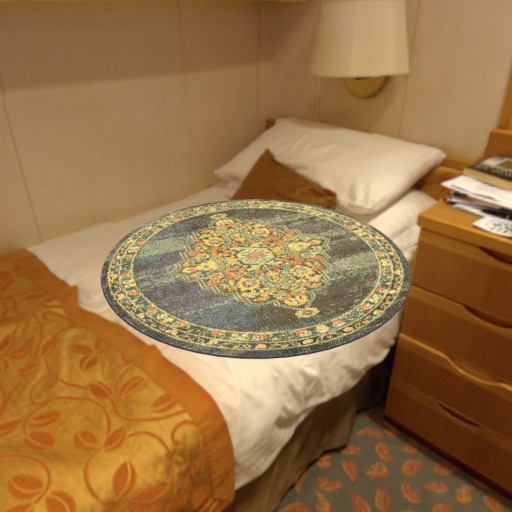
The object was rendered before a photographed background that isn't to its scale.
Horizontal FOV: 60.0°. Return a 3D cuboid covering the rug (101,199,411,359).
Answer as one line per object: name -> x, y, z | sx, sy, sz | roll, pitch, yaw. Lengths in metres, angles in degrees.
rug -> 0.000, 0.000, 3.560 | 2.386, 0.014, 2.386 | 0, 29, 0
